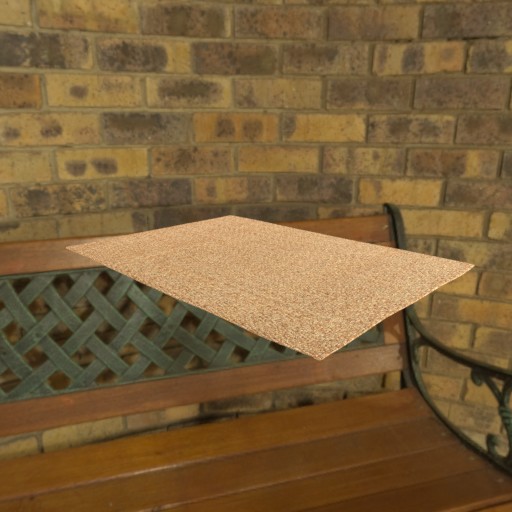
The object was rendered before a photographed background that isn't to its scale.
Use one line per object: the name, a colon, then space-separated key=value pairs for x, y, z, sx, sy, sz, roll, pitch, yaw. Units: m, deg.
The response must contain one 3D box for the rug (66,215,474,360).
rug: x=0.000 y=0.000 z=2.793 sx=2.141 sy=0.013 sz=1.566 roll=15 pitch=22 yaw=42
